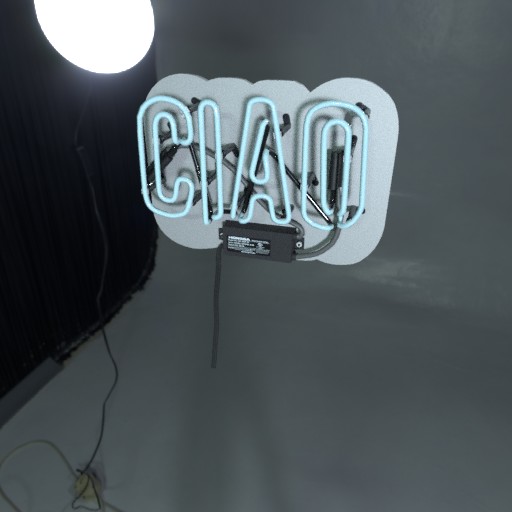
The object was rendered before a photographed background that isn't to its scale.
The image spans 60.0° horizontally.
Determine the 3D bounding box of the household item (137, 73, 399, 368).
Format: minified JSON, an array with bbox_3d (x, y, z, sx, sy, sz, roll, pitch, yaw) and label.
[{"bbox_3d":[0.000,0.000,0.392,0.211,0.294,0.042,7,28,14],"label":"household item"}]
